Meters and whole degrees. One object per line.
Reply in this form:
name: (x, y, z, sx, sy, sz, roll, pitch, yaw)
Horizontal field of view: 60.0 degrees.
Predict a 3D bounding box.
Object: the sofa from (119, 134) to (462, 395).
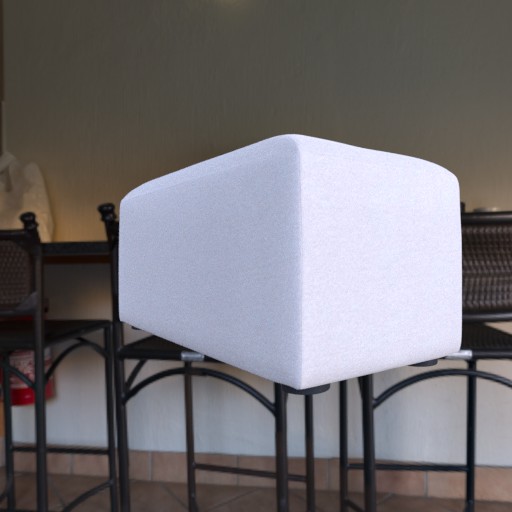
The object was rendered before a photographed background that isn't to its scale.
sofa: (0.000, 0.000, 1.213, 0.480, 0.470, 0.930, 0, 0, -35)
